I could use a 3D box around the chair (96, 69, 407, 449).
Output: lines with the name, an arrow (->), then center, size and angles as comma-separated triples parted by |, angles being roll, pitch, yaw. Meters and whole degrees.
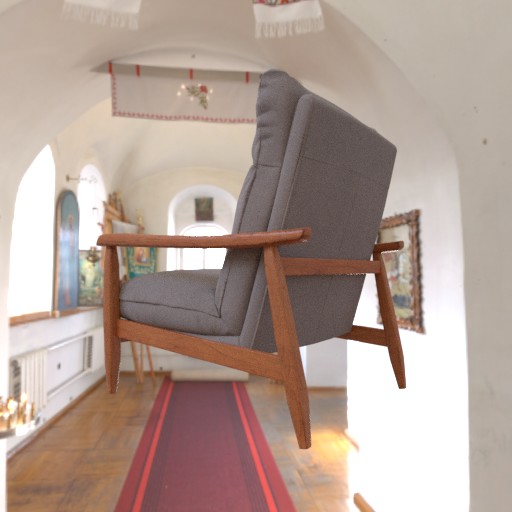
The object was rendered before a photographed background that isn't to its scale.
chair -> 0.000, 0.000, 1.532 | 0.816, 0.922, 0.782 | -1, -2, 38
